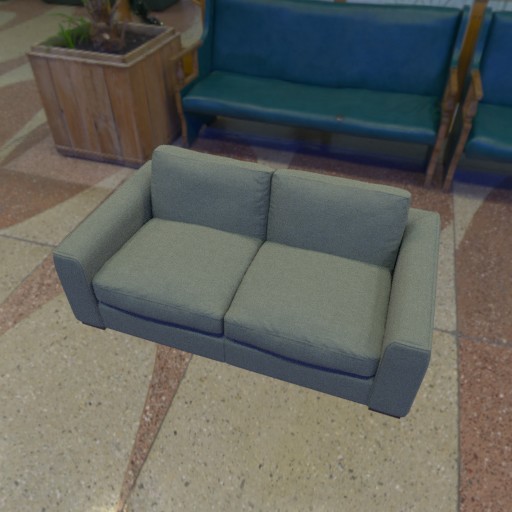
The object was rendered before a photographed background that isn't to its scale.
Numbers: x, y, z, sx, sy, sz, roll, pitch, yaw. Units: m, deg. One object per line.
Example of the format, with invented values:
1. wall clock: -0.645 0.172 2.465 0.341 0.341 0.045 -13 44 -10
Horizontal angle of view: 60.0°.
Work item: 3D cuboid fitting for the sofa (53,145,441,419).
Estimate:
1. sofa: 0.000 0.000 2.508 1.920 0.800 1.069 13 43 14
